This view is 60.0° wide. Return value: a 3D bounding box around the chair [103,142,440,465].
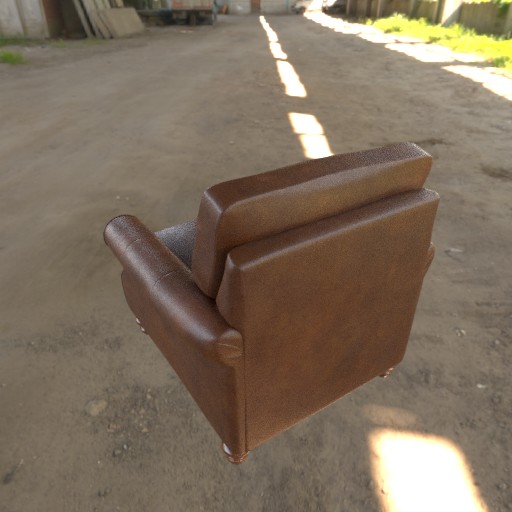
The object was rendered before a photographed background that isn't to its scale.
[{"bbox_3d":[0.000,0.000,1.741,0.989,0.972,0.992,-19,36,-28],"label":"chair"}]
